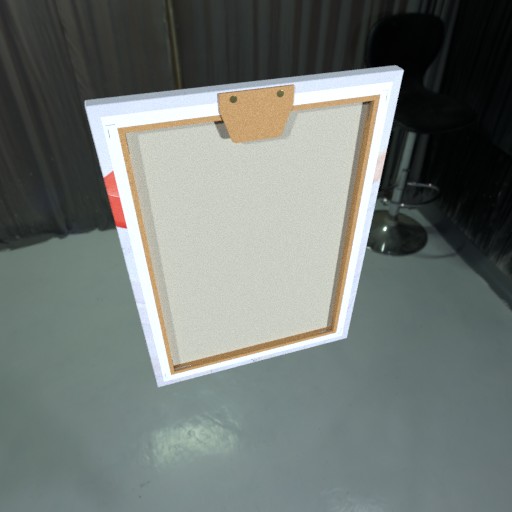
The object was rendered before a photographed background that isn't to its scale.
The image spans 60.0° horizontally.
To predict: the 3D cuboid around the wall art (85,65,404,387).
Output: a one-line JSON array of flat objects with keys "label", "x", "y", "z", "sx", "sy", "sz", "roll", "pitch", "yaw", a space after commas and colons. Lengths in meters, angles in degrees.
[{"label": "wall art", "x": 0.000, "y": 0.000, "z": 1.103, "sx": 0.613, "sy": 0.848, "sz": 0.036, "roll": -12, "pitch": 42, "yaw": -13}]
